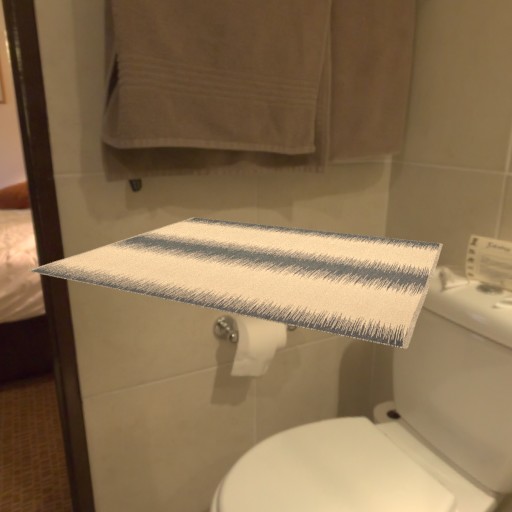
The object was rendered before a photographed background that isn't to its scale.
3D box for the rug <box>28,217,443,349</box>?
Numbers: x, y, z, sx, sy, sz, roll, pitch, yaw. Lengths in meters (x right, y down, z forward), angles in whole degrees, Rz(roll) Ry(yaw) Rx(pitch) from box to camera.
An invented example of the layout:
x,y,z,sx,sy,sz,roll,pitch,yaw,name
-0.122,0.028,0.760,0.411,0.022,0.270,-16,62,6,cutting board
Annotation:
x,y,z,sx,sy,sz,roll,pitch,yaw,name
0.000,0.000,4.083,3.037,0.004,2.453,8,18,25,rug
